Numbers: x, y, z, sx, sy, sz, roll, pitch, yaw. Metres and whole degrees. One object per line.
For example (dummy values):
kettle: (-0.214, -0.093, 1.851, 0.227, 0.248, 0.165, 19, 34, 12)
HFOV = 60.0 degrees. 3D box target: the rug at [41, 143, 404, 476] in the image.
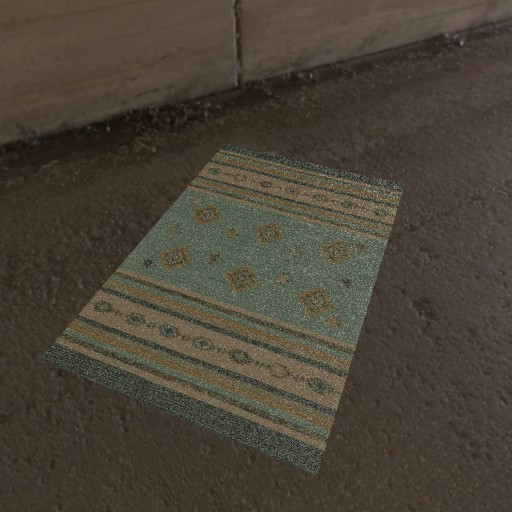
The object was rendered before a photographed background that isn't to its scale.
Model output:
rug: (0.000, 0.000, 2.291, 1.212, 0.010, 1.811, 17, 48, 15)
